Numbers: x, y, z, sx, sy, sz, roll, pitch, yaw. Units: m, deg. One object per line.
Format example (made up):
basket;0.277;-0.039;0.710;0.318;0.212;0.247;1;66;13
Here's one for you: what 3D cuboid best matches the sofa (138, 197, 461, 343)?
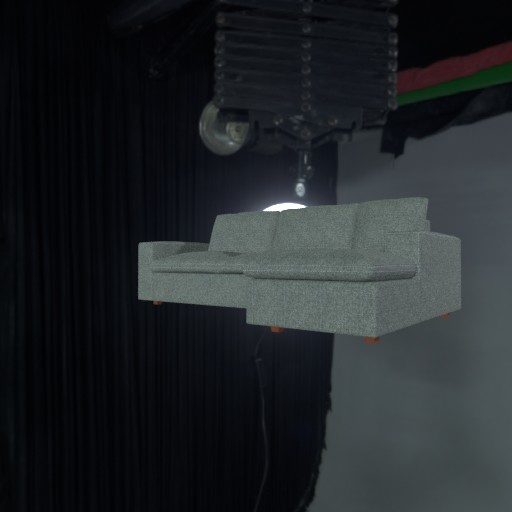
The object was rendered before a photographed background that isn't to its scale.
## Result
sofa;0.000;0.000;3.604;2.718;0.940;1.689;-1;-1;38
